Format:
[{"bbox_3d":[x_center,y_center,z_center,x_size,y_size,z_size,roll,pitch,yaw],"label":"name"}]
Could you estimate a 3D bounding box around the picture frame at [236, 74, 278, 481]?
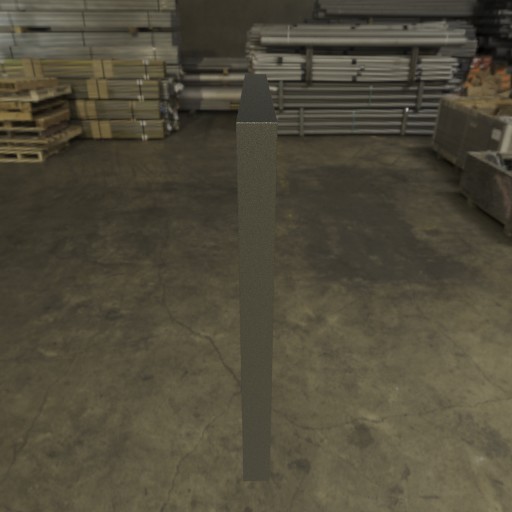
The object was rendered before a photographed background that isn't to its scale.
[{"bbox_3d":[0.000,0.000,1.372,0.073,0.968,0.839,0,28,0],"label":"picture frame"}]
